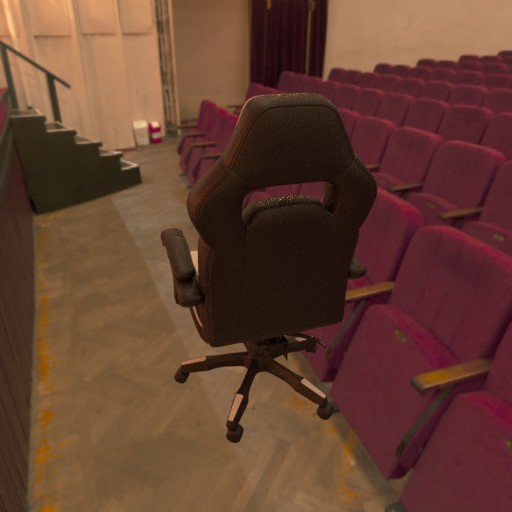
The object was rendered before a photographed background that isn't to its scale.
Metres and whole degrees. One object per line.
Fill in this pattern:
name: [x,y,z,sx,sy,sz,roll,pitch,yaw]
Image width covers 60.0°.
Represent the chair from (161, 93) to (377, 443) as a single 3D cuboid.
chair: [0.000,0.000,1.655,0.676,1.200,0.700,-8,28,-16]
